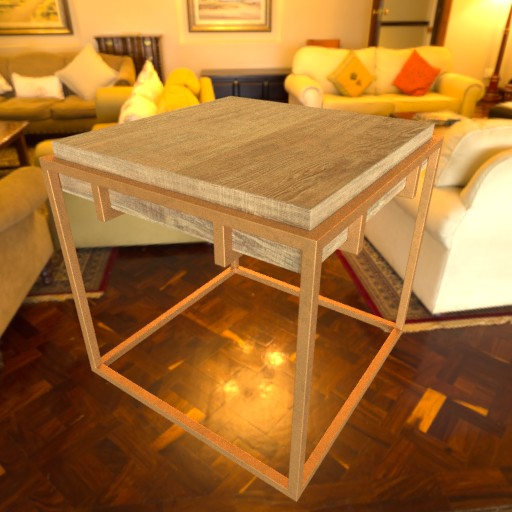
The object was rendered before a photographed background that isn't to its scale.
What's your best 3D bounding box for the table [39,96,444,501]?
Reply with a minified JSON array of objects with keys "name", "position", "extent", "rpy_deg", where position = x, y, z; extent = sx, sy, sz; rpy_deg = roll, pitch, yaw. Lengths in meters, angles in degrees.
[{"name":"table","position":[0.000,0.000,1.046],"extent":[0.599,0.584,0.599],"rpy_deg":[19,35,30]}]
